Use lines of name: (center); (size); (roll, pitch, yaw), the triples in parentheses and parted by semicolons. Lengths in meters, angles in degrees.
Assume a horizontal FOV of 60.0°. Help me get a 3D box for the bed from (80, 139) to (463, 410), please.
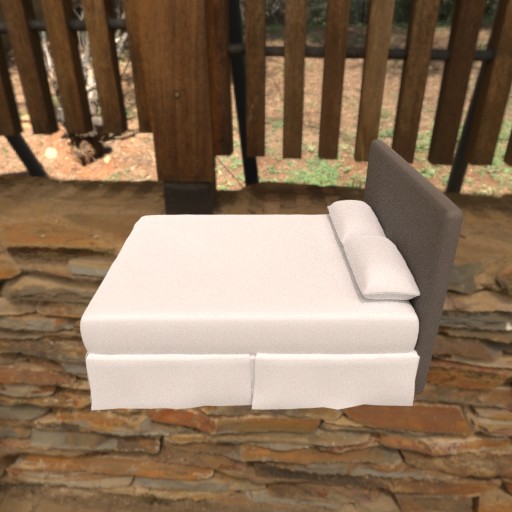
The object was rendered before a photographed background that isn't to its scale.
bed: (0.000, 0.000, 3.230); (2.142, 1.330, 1.723); (0, 27, 0)
